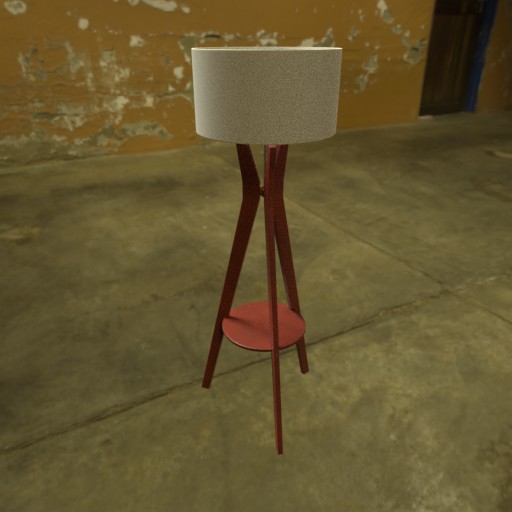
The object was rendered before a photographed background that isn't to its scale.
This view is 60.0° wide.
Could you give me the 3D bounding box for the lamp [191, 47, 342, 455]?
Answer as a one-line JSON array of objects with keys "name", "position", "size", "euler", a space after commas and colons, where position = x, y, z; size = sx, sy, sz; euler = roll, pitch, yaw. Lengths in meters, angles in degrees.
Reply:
[{"name": "lamp", "position": [0.000, 0.000, 1.733], "size": [0.542, 1.472, 0.539], "euler": [8, 27, 16]}]
